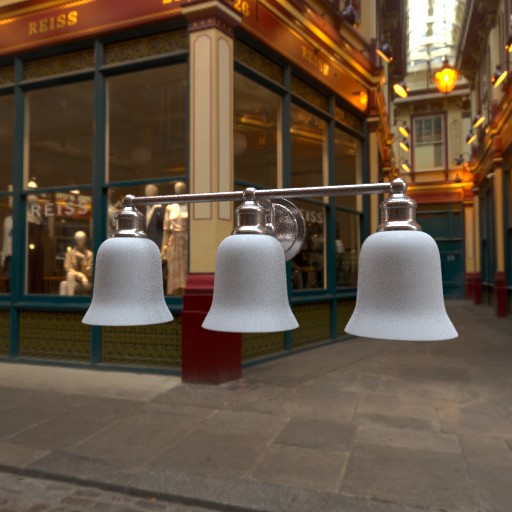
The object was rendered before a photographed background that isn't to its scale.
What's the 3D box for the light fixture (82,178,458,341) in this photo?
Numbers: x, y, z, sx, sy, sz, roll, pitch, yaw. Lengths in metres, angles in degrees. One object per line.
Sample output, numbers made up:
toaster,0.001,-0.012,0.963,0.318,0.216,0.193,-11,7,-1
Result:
light fixture,0.000,0.000,0.693,0.570,0.211,0.198,0,-1,18
